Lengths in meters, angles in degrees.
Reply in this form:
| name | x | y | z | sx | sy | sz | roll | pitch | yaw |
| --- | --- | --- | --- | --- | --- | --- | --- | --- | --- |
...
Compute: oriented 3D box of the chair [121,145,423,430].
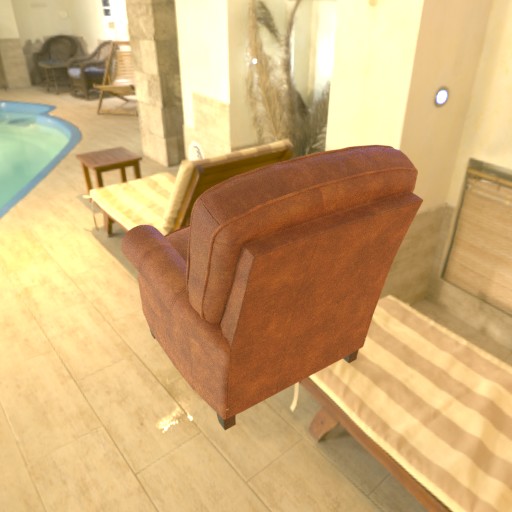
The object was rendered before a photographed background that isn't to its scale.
| name | x | y | z | sx | sy | sz | roll | pitch | yaw |
| --- | --- | --- | --- | --- | --- | --- | --- | --- | --- |
| chair | 0.000 | 0.000 | 1.823 | 0.936 | 1.018 | 0.986 | -18 | 35 | -29 |
